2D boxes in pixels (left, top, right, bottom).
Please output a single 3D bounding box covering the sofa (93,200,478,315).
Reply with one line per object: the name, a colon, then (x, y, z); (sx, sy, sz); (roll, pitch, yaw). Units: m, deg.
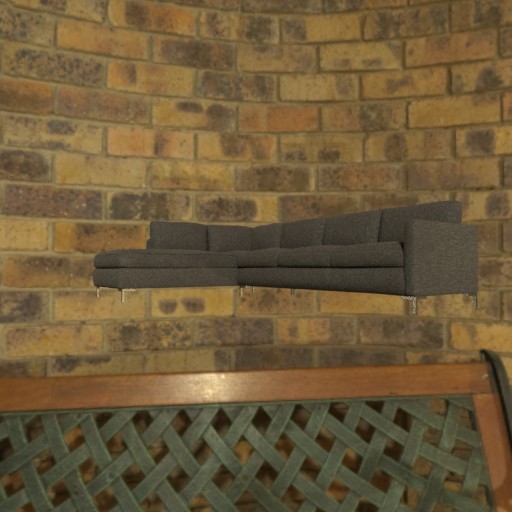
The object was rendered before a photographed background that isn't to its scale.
sofa: (0.000, 0.000, 3.884); (2.007, 0.815, 2.949); (1, -2, -35)
